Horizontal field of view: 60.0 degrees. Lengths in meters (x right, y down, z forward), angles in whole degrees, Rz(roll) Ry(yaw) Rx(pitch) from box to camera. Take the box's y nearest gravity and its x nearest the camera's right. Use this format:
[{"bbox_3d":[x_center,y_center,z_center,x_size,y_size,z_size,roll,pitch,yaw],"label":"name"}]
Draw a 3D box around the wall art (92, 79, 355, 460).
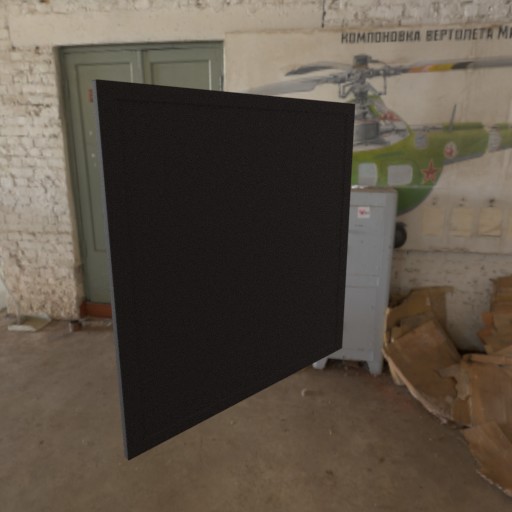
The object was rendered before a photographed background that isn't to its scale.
[{"bbox_3d":[0.000,0.000,0.813,0.562,0.558,0.012,-14,20,-42],"label":"wall art"}]
